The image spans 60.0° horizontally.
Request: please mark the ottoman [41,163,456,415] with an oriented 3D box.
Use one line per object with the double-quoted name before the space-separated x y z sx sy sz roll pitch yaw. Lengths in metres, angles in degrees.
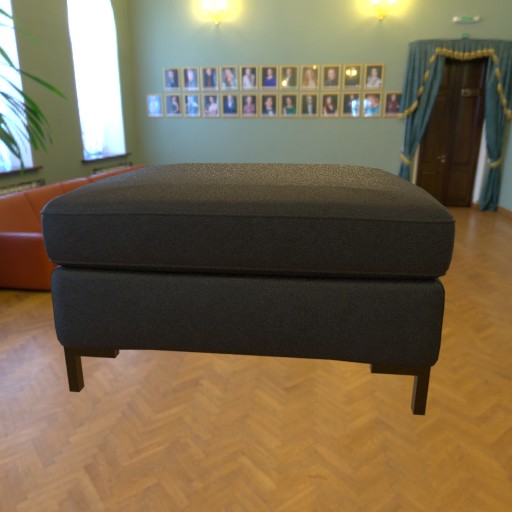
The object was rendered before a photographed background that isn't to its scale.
"ottoman" 0.000 0.000 1.749 1.187 0.696 0.967 2 16 6
